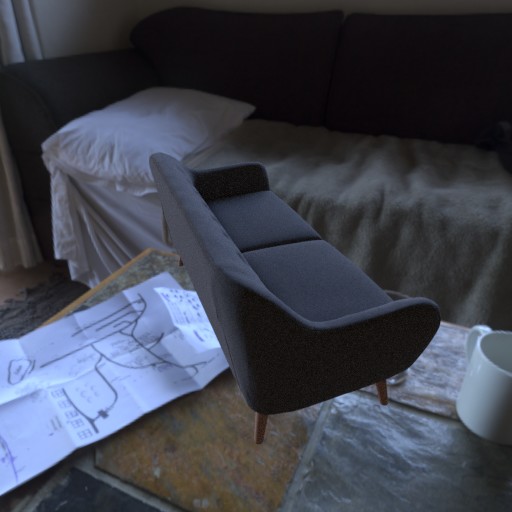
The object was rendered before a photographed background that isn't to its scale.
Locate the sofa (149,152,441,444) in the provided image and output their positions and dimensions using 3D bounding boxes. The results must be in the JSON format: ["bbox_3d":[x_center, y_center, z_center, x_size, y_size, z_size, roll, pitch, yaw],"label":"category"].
[{"bbox_3d":[0.000,0.000,2.291,0.820,0.820,1.840,-10,31,-18],"label":"sofa"}]
